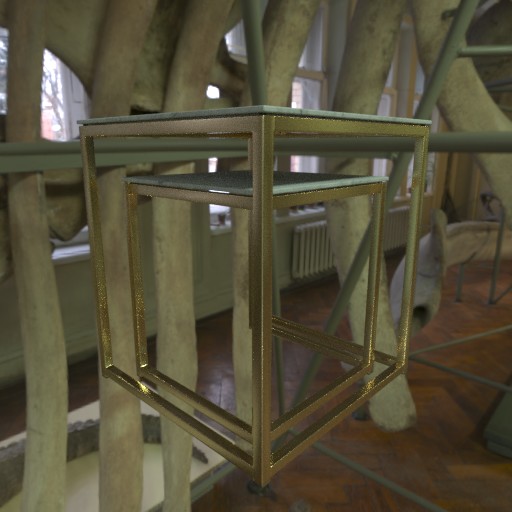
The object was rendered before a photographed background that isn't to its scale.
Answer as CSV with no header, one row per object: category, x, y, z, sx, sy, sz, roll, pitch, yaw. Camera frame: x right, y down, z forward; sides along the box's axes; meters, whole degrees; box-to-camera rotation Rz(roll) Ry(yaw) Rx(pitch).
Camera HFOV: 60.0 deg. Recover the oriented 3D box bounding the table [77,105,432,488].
table,0.000,0.000,0.853,0.450,0.500,0.450,13,19,42
